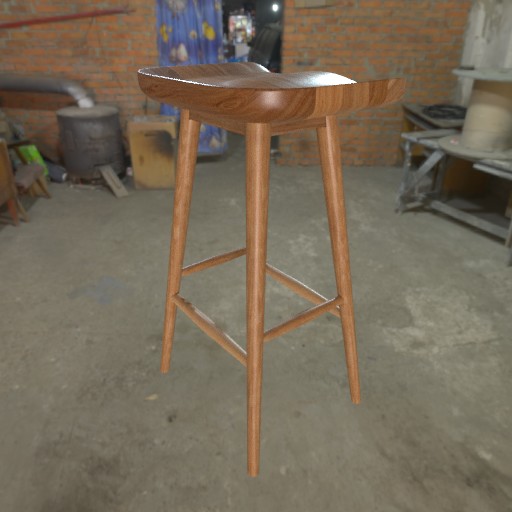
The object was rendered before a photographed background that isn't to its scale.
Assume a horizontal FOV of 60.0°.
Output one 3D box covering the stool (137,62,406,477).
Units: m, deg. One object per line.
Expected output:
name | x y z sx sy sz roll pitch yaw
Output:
stool | 0.000 0.000 0.908 0.322 0.698 0.407 -20 33 -33
